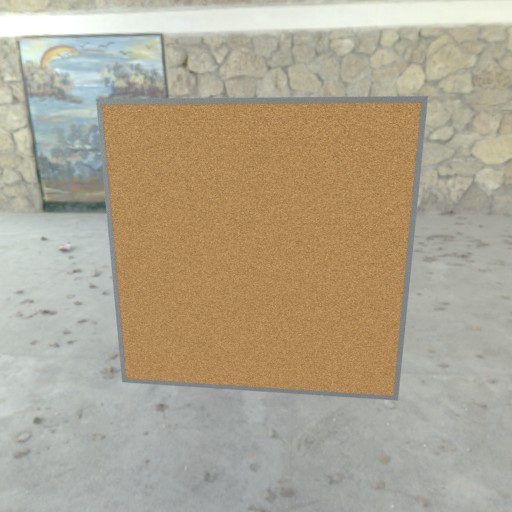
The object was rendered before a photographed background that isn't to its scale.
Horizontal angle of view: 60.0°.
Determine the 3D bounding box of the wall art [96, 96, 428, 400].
[{"bbox_3d":[0.000,0.000,1.200,0.809,0.807,0.038,2,16,6],"label":"wall art"}]
